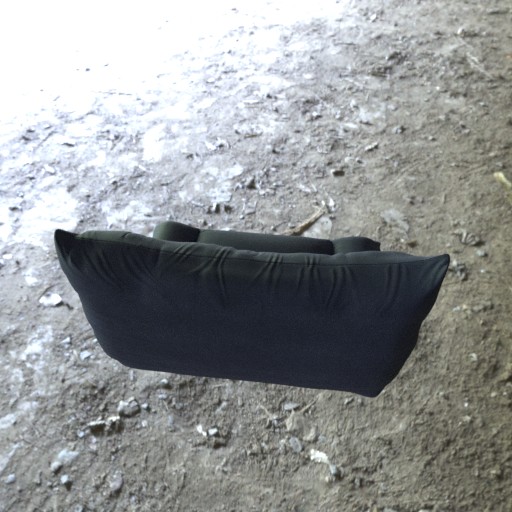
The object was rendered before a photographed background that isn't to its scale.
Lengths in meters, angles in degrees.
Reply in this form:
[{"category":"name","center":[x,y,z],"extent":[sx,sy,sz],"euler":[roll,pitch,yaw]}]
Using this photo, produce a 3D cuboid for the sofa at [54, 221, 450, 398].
[{"category":"sofa","center":[0.000,0.000,1.704],"extent":[1.122,0.778,0.849],"euler":[5,47,5]}]
